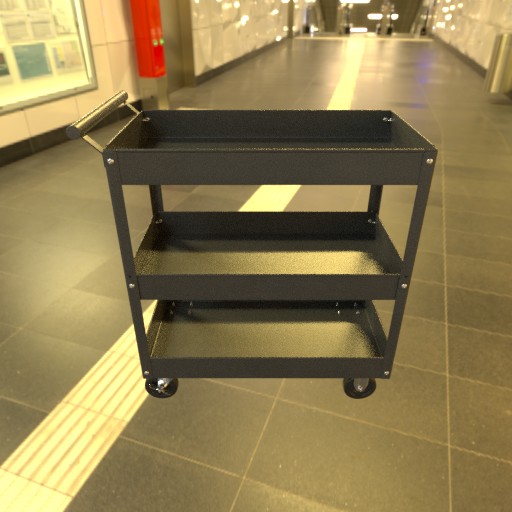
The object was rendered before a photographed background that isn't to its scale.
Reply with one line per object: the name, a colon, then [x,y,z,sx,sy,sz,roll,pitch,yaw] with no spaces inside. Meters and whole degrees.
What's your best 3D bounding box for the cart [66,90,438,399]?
cart: [0.000,0.000,1.187,0.719,0.780,0.366,0,30,0]
